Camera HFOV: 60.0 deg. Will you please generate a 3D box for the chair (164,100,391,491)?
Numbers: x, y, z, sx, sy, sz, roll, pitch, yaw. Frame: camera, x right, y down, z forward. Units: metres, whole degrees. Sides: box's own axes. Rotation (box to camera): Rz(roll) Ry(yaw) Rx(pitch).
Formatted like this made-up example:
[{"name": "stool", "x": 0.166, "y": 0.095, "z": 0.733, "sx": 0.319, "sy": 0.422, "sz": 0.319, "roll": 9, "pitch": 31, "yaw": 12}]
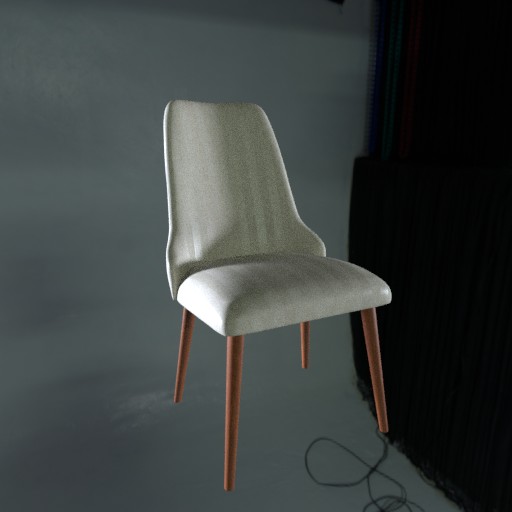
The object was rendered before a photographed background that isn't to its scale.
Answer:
[{"name": "chair", "x": 0.000, "y": 0.000, "z": 1.317, "sx": 0.526, "sy": 0.917, "sz": 0.684, "roll": -7, "pitch": 16, "yaw": -26}]
